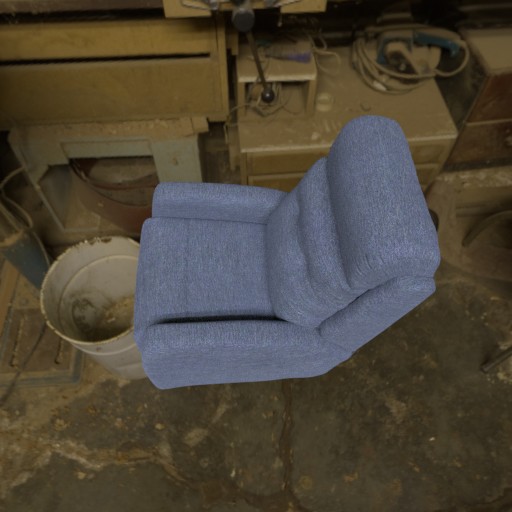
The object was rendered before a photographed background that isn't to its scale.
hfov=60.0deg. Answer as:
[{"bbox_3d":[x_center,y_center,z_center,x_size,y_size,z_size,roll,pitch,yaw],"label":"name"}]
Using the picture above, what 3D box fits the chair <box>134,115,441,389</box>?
[{"bbox_3d":[0.000,0.000,1.756,1.043,1.013,0.798,-3,60,-2],"label":"chair"}]
